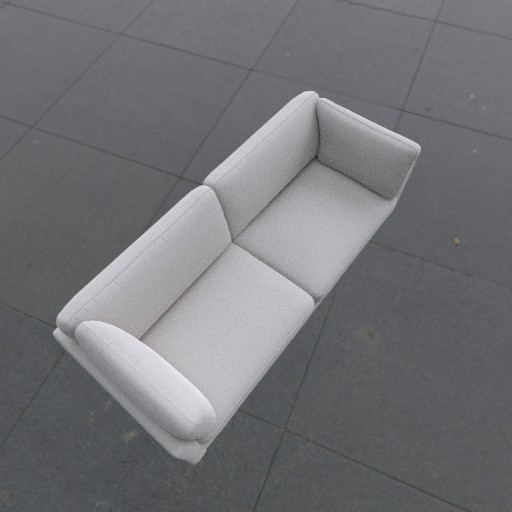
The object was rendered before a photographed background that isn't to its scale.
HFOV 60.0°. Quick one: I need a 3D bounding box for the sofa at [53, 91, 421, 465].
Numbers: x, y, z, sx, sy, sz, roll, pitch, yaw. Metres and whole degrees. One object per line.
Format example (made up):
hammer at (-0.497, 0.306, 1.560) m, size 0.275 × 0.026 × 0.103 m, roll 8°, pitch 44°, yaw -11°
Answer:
sofa at (0.000, 0.000, 2.760) m, size 0.957 × 0.863 × 2.301 m, roll 34°, pitch 64°, yaw 19°
